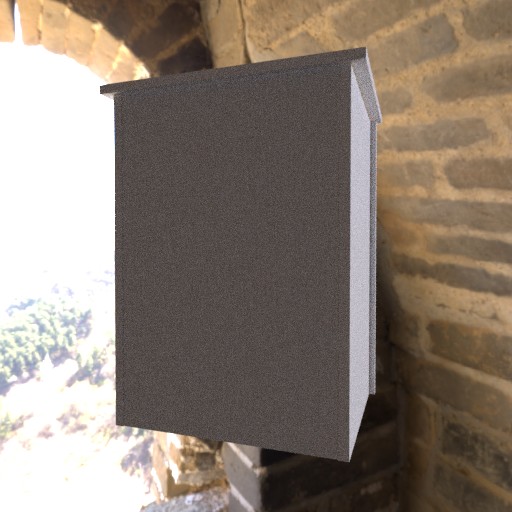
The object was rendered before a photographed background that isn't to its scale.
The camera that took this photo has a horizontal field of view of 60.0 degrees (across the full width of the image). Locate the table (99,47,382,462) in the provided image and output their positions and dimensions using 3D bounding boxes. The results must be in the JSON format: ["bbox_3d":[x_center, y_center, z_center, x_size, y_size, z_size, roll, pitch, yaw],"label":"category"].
[{"bbox_3d":[0.000,0.000,0.925,0.480,0.635,0.381,0,1,19],"label":"table"}]
